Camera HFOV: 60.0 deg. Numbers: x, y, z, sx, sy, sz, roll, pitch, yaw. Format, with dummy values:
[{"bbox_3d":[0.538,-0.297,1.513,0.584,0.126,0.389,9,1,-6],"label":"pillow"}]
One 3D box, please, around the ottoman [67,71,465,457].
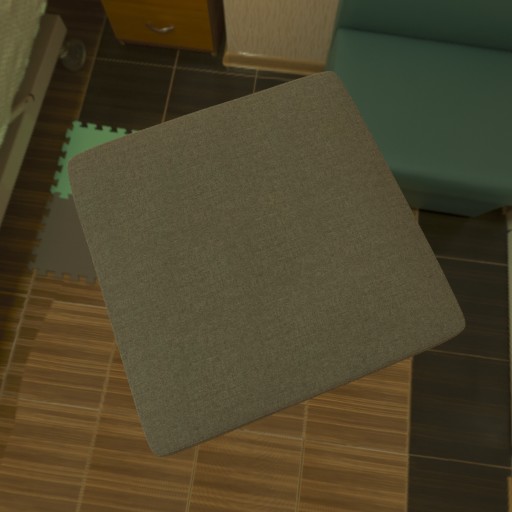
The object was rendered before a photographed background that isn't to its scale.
[{"bbox_3d":[0.000,0.000,1.309,0.840,0.436,0.843,-21,75,-6],"label":"ottoman"}]
